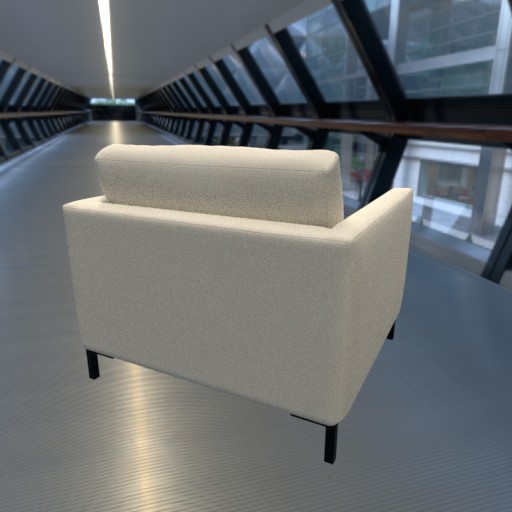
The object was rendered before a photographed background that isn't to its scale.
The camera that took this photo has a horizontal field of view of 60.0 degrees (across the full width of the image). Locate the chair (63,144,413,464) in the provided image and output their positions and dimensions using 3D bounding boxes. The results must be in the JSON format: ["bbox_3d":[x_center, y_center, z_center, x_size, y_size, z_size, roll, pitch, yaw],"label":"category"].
[{"bbox_3d":[0.000,0.000,1.610,0.964,0.806,0.875,9,19,26],"label":"chair"}]
